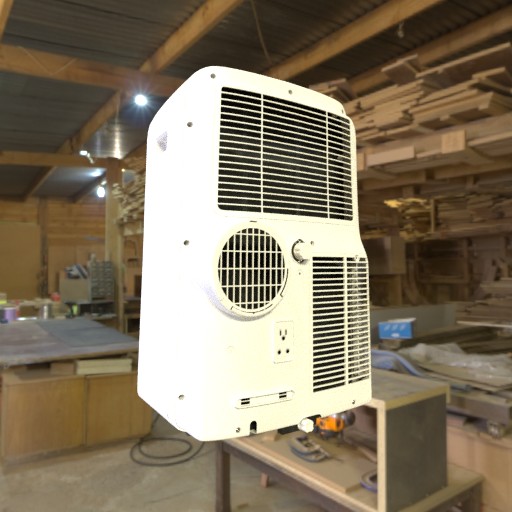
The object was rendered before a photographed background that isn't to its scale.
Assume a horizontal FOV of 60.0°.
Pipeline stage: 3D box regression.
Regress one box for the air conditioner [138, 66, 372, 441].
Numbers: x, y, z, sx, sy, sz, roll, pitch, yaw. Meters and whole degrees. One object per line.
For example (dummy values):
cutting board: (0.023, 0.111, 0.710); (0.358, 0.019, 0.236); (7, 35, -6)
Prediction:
air conditioner: (0.000, 0.000, 0.986); (0.454, 0.700, 0.365); (1, -2, -34)
